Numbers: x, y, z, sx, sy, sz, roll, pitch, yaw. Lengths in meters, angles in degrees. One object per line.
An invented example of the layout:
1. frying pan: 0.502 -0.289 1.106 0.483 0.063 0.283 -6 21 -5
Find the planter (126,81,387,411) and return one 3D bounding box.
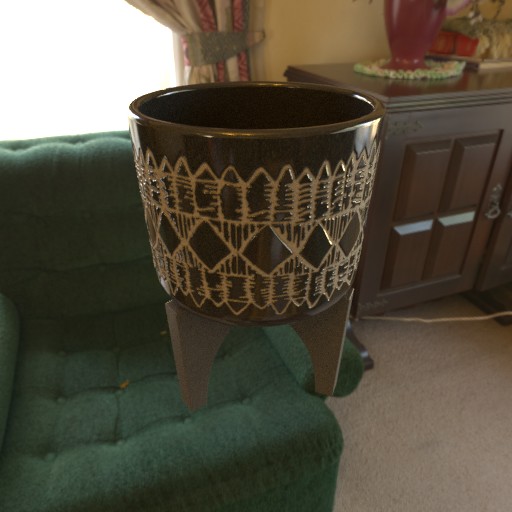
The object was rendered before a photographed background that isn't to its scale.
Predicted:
1. planter: 0.000 0.000 0.525 0.251 0.355 0.251 -21 36 -32
